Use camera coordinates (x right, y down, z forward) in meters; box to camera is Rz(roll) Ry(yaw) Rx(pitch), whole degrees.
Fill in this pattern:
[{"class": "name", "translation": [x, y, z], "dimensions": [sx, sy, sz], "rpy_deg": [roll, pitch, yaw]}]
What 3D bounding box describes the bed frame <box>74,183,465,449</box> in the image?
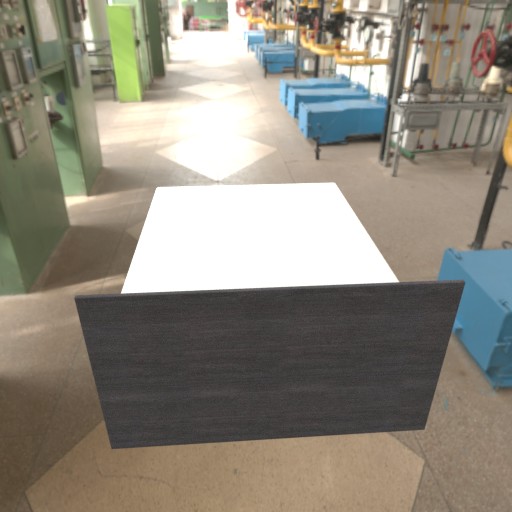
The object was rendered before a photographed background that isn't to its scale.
[{"class": "bed frame", "translation": [0.000, 0.000, 2.599], "dimensions": [1.400, 0.800, 1.900], "rpy_deg": [-2, 30, -4]}]
